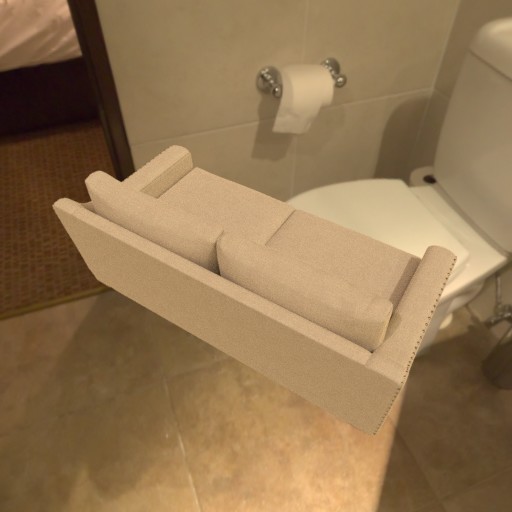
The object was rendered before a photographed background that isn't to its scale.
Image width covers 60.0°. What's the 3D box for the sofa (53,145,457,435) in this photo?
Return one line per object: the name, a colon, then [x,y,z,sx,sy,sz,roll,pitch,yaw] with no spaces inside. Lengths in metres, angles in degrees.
sofa: [0.000,0.000,2.732,2.107,0.983,1.104,25,52,21]
